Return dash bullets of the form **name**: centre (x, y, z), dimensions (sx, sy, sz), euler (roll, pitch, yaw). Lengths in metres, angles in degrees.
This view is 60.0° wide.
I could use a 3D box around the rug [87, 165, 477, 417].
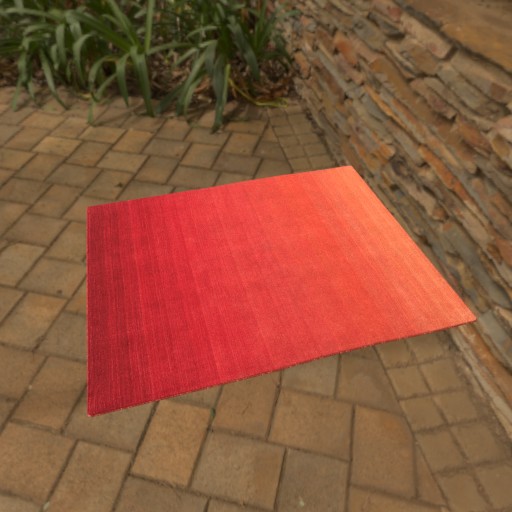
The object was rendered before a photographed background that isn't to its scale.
- **rug**: centre (0.000, 0.000, 3.950), dimensions (2.905, 0.028, 2.340), euler (-11, 44, -11)
